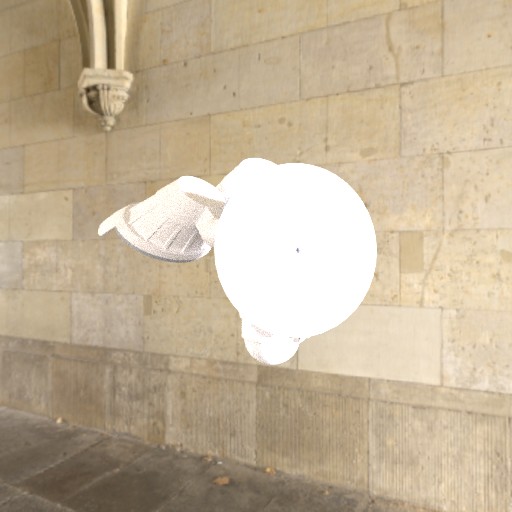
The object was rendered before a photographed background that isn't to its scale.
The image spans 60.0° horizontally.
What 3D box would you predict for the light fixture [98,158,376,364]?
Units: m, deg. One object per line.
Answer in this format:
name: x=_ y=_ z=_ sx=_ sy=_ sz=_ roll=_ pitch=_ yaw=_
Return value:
light fixture: x=0.000 y=0.000 z=0.542 sx=0.369 sy=0.237 sz=0.278 roll=0 pitch=-1 yaw=-17
